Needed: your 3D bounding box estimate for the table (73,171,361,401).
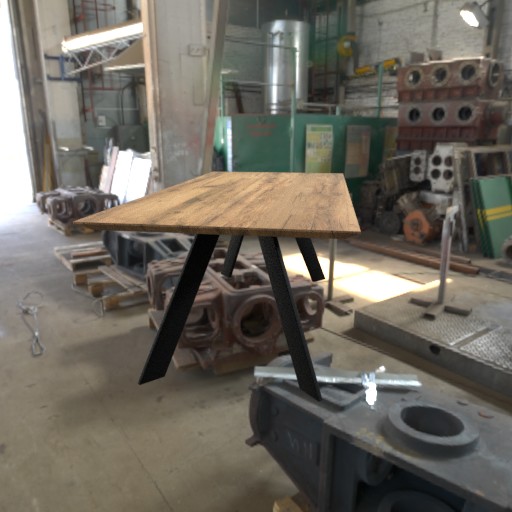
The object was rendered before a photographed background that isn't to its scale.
[{"bbox_3d":[0.000,0.000,2.554,1.000,0.770,2.000,2,16,9],"label":"table"}]
